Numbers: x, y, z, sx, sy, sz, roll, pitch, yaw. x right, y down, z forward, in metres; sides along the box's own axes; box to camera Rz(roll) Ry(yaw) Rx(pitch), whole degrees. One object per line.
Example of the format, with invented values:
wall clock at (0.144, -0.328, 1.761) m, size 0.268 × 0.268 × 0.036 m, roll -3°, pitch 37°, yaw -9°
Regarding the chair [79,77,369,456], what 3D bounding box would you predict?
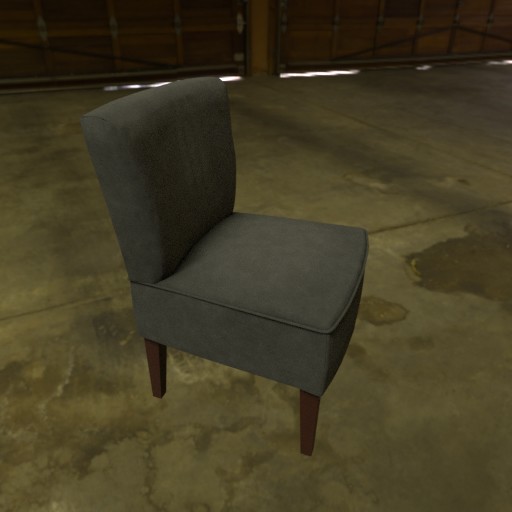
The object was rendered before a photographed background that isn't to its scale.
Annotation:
chair at (0.000, 0.000, 1.155) m, size 0.554 × 0.806 × 0.521 m, roll 10°, pitch 32°, yaw 18°
